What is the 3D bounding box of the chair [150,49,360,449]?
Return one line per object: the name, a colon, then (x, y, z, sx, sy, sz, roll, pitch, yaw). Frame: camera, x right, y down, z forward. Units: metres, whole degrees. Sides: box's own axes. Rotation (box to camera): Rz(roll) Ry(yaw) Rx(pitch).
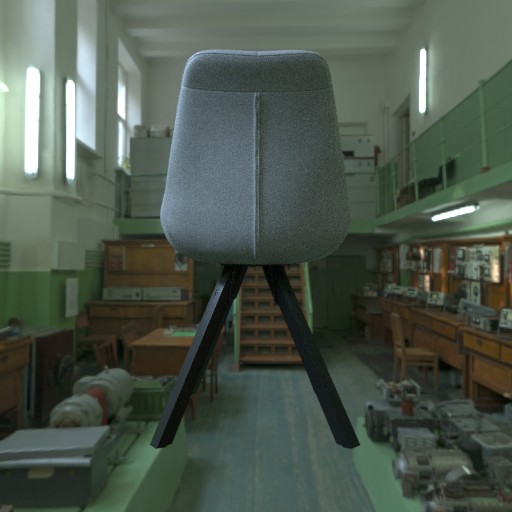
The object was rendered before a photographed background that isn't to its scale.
chair: (0.000, 0.000, 1.166, 0.485, 0.850, 0.550, 0, -1, -1)
